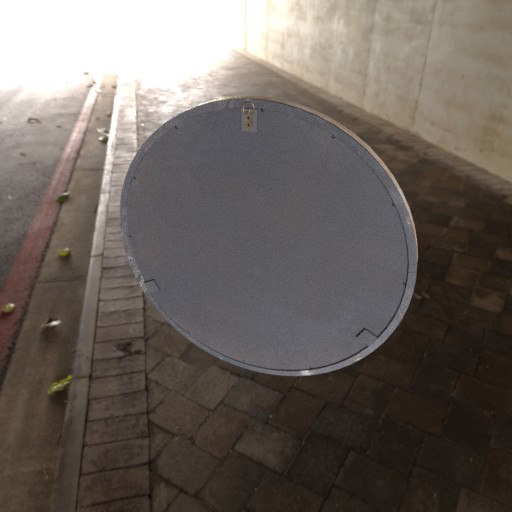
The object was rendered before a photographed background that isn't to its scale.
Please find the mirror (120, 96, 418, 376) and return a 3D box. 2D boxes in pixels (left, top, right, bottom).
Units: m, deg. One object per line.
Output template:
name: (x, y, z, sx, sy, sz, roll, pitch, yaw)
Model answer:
mirror: (0.000, 0.000, 1.039, 0.710, 0.710, 0.038, 10, 32, 16)
